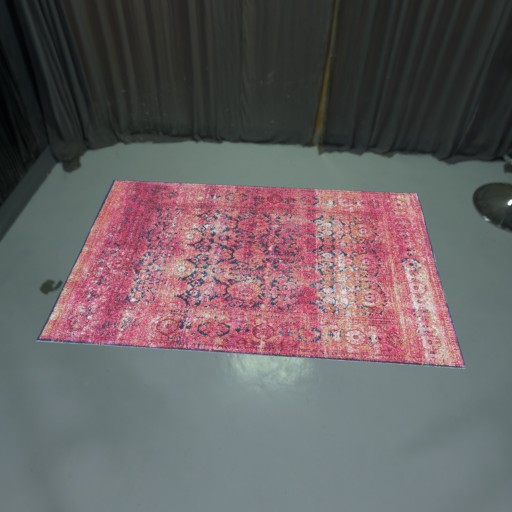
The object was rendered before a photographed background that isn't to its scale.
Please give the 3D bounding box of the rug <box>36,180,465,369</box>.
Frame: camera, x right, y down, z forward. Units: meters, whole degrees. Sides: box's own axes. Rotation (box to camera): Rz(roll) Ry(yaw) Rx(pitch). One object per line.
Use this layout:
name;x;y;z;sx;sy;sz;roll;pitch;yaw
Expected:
rug;0.000;0.000;3.026;2.449;0.018;1.539;3;46;3
